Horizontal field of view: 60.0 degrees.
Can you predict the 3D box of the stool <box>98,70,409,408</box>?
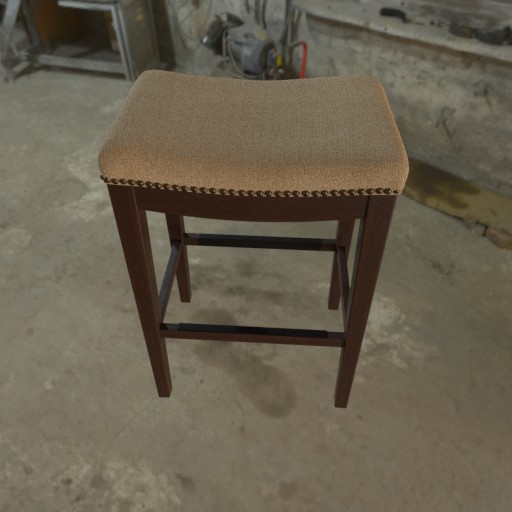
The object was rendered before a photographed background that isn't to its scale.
[{"bbox_3d":[0.000,0.000,1.055,0.509,0.768,0.363,3,45,3],"label":"stool"}]
